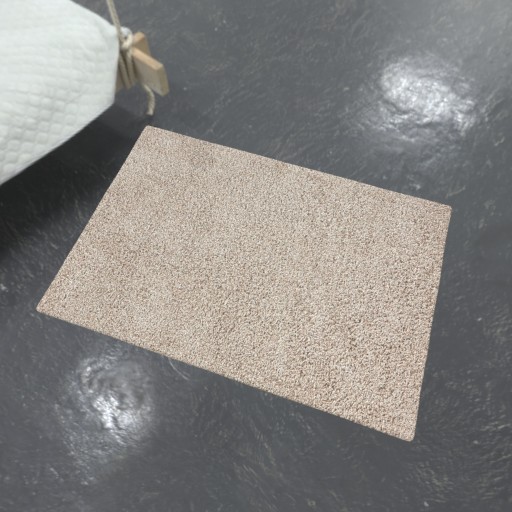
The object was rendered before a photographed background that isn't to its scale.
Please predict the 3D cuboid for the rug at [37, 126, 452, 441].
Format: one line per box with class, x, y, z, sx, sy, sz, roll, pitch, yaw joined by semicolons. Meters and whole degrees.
rug;0.000;0.000;2.219;1.778;0.030;1.219;17;64;9
